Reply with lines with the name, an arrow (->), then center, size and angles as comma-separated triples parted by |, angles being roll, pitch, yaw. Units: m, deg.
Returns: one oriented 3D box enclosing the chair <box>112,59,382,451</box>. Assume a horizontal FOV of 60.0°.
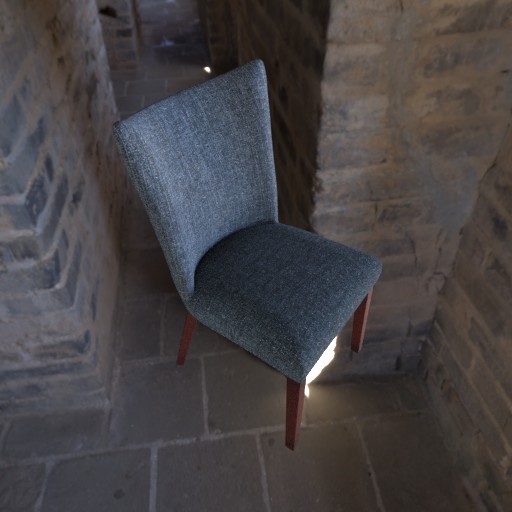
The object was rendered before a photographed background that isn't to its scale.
chair -> 0.000, 0.000, 1.310 | 0.623, 0.924, 0.535 | 25, 47, 26
